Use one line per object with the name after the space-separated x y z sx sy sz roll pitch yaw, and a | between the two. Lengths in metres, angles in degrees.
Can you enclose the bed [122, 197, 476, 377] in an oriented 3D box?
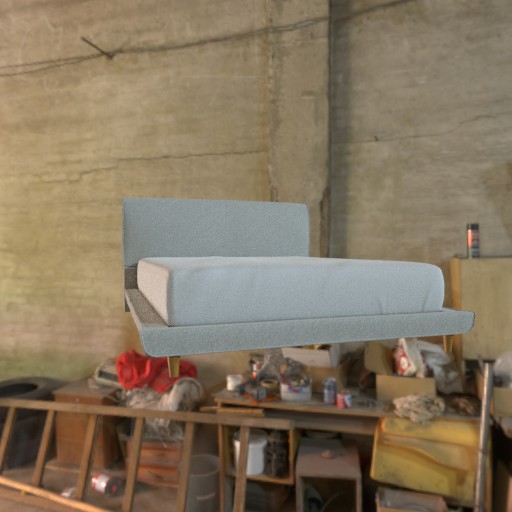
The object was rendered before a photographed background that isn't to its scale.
0.000 0.000 3.545 1.980 1.126 2.498 0 1 -19 | bed
